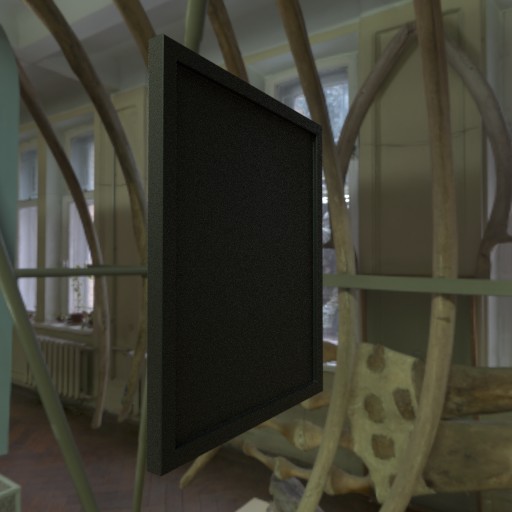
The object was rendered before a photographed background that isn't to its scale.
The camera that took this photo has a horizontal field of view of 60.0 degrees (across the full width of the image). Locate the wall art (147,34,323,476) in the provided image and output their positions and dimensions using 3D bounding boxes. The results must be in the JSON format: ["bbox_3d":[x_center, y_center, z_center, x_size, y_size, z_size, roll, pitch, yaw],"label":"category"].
[{"bbox_3d":[0.000,0.000,0.754,0.028,0.559,0.457,-1,-1,35],"label":"wall art"}]
